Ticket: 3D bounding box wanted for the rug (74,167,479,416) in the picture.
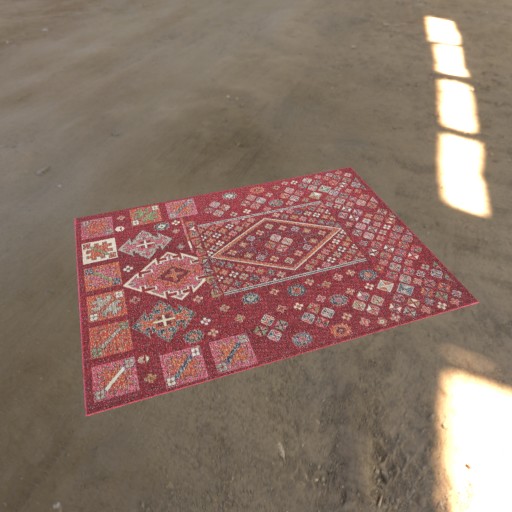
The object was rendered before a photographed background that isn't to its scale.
[{"bbox_3d":[0.000,0.000,4.310,3.306,0.011,2.389,-13,44,-14],"label":"rug"}]
